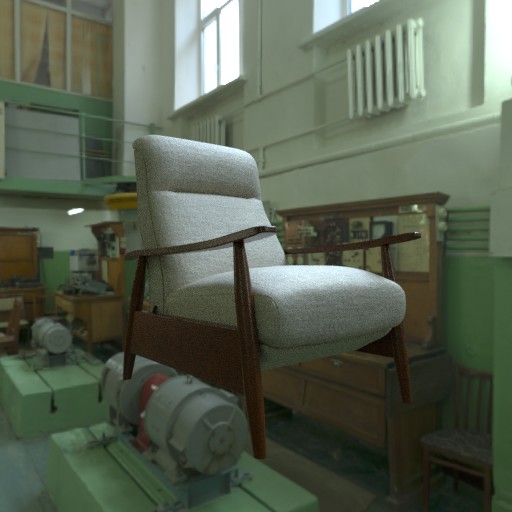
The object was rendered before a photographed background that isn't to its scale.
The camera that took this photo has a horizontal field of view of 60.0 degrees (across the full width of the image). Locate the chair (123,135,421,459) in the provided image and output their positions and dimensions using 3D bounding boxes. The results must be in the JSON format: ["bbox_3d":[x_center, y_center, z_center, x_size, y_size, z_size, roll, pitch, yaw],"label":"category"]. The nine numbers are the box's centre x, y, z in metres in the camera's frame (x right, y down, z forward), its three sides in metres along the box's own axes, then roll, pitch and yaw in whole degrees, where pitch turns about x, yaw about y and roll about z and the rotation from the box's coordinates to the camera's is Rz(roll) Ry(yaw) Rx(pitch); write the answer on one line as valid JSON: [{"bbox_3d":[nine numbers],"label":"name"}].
[{"bbox_3d":[0.000,0.000,1.787,0.762,1.082,1.014,-1,1,-38],"label":"chair"}]
